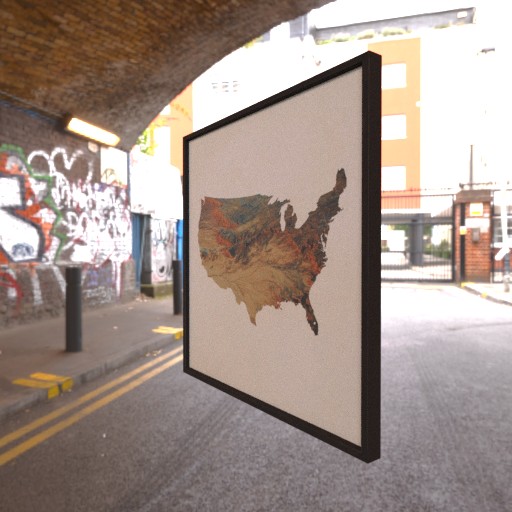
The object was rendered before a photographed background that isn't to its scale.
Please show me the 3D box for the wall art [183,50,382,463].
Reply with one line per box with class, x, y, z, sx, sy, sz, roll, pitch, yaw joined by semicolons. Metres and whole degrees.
wall art;0.000;0.000;1.136;0.038;0.762;0.762;0;1;-36
